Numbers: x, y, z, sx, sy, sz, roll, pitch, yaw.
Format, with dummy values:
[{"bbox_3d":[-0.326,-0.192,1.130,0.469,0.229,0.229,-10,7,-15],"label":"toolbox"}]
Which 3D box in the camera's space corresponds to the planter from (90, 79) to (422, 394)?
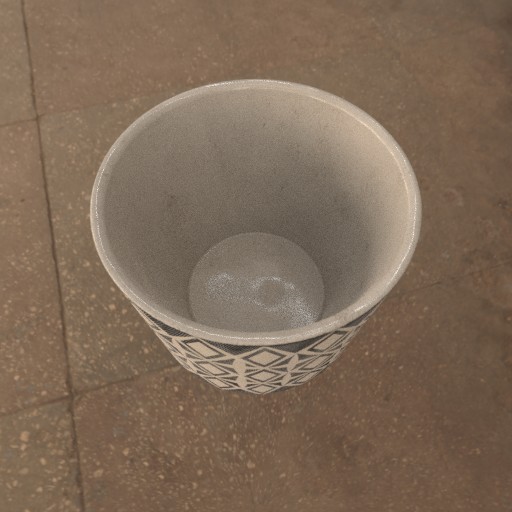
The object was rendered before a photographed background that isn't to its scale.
[{"bbox_3d":[0.000,0.000,0.447,0.260,0.220,0.260,0,60,0],"label":"planter"}]
